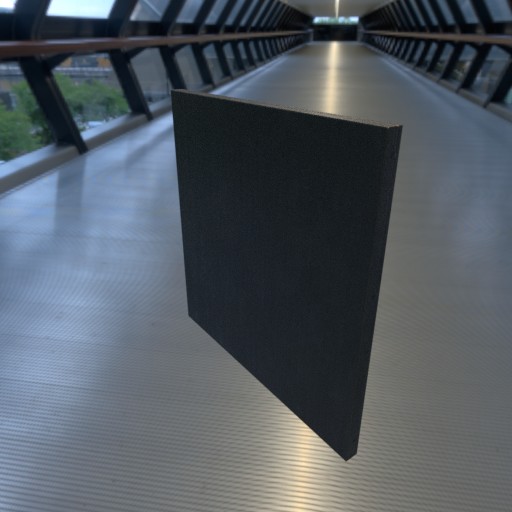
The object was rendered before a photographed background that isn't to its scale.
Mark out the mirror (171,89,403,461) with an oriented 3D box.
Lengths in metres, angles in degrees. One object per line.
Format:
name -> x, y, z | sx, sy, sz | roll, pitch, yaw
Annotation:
mirror -> 0.000, 0.000, 0.578 | 0.020, 0.381, 0.382 | -18, 31, -32
